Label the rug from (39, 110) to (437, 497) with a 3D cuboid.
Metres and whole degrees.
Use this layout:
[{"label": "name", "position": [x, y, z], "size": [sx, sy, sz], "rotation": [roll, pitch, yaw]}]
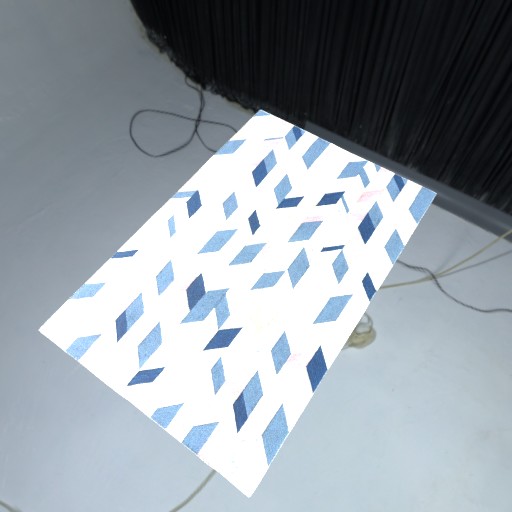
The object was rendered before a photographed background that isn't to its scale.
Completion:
[{"label": "rug", "position": [0.000, 0.000, 2.261], "size": [1.202, 0.006, 1.813], "rotation": [31, 64, 17]}]
